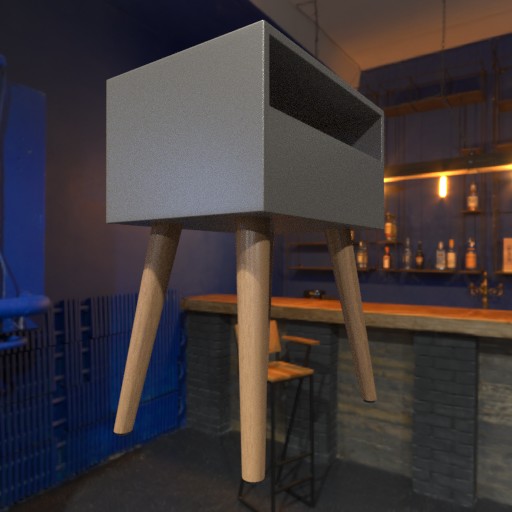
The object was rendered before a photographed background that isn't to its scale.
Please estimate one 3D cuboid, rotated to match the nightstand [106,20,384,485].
[{"bbox_3d":[0.000,0.000,0.710,0.288,0.508,0.370,0,0,36],"label":"nightstand"}]
